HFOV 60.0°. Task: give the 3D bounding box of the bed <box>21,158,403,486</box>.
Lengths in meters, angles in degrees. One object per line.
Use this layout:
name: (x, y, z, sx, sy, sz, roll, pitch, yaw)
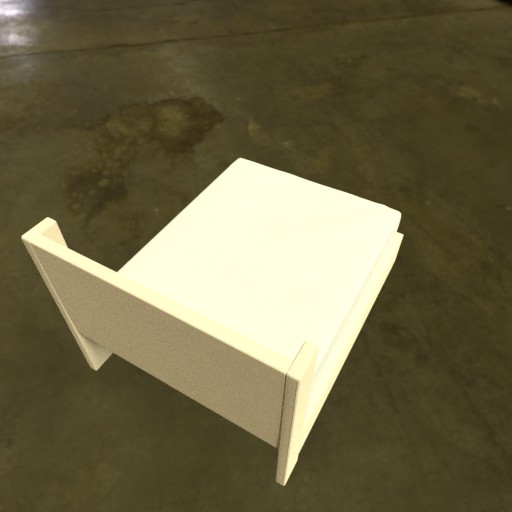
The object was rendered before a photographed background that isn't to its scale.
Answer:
bed: (0.000, 0.000, 3.406, 1.765, 1.471, 2.280, 23, 51, 20)
